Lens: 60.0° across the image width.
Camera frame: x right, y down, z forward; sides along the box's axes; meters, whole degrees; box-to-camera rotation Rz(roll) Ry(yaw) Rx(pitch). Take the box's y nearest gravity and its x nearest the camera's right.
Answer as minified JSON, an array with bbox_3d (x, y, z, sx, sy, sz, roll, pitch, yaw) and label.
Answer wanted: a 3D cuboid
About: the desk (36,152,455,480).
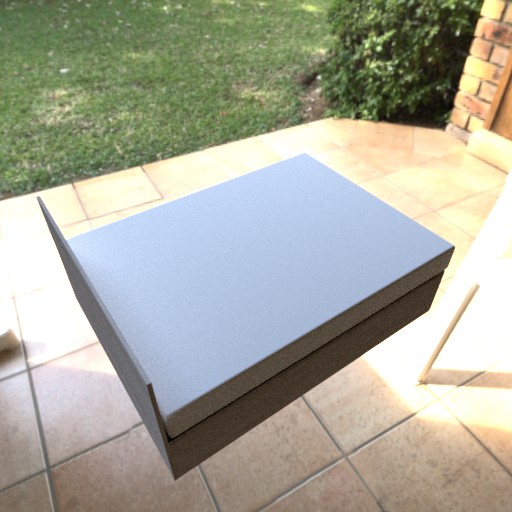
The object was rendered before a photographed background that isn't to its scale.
[{"bbox_3d":[0.000,0.000,2.624,1.900,0.800,1.400,-25,47,-25],"label":"desk"}]
